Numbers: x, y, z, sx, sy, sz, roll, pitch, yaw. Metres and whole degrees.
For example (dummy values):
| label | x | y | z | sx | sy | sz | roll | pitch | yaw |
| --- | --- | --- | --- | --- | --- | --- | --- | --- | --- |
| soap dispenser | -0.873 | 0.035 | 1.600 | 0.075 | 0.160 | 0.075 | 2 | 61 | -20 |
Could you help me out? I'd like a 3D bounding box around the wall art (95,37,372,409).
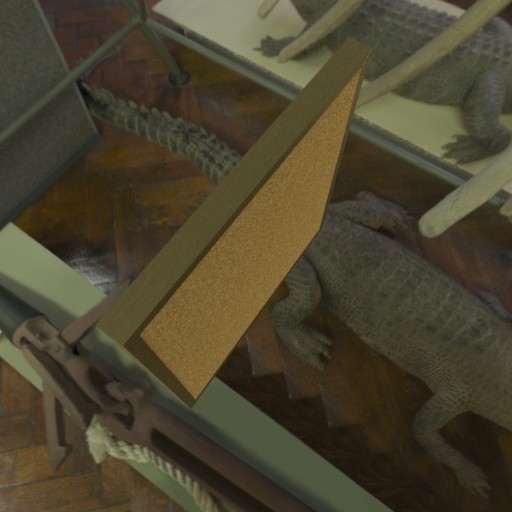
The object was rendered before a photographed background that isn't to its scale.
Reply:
| label | x | y | z | sx | sy | sz | roll | pitch | yaw |
| --- | --- | --- | --- | --- | --- | --- | --- | --- | --- |
| wall art | 0.000 | 0.000 | 0.758 | 0.037 | 0.509 | 0.510 | 32 | 68 | 14 |
